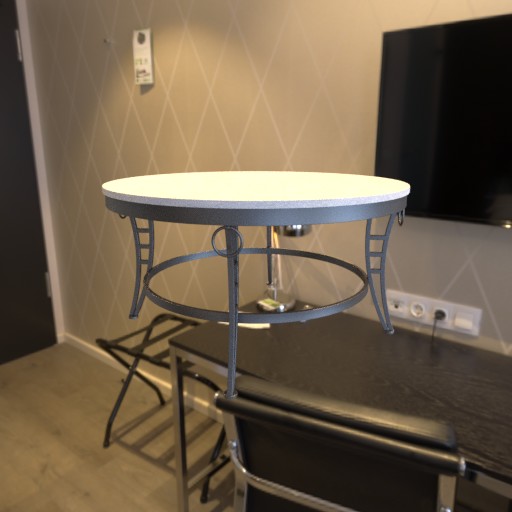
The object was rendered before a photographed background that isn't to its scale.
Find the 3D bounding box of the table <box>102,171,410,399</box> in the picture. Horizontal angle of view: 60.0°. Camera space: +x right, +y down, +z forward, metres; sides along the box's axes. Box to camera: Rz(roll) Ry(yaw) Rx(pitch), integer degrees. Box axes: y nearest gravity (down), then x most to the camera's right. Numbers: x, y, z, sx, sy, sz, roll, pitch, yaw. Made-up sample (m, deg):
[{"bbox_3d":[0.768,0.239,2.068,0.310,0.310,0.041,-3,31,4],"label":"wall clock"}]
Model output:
[{"bbox_3d":[0.000,0.000,1.409,0.889,0.470,0.889,0,15,0],"label":"table"}]
